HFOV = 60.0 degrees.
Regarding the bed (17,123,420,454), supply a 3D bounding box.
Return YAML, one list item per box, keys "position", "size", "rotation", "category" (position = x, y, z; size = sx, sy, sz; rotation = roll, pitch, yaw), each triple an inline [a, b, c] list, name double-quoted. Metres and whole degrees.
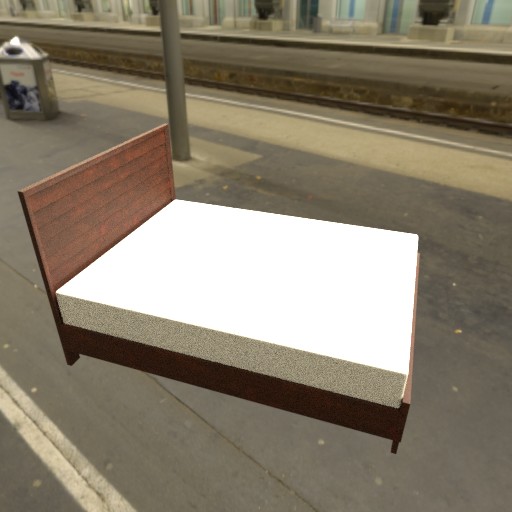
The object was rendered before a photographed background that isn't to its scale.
- position: [0.000, 0.000, 3.064]
  size: [2.184, 1.270, 1.600]
  rotation: [10, 32, 17]
  category: "bed"
